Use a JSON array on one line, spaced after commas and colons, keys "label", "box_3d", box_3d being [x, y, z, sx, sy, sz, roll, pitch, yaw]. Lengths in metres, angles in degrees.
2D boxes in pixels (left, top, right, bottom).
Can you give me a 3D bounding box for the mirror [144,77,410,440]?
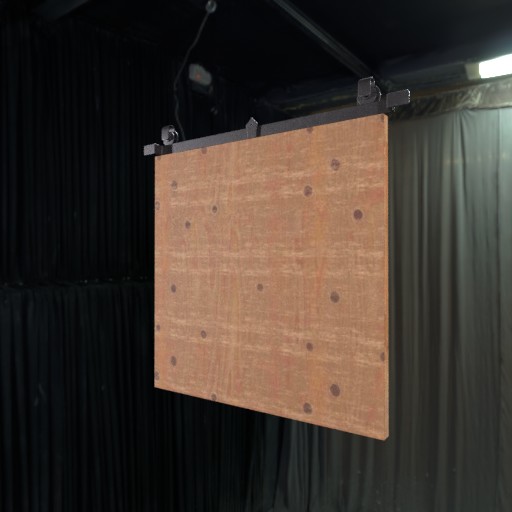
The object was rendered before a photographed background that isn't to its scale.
[{"label": "mirror", "box_3d": [0.000, 0.000, 1.165, 0.805, 0.800, 0.054, 0, -1, 34]}]
